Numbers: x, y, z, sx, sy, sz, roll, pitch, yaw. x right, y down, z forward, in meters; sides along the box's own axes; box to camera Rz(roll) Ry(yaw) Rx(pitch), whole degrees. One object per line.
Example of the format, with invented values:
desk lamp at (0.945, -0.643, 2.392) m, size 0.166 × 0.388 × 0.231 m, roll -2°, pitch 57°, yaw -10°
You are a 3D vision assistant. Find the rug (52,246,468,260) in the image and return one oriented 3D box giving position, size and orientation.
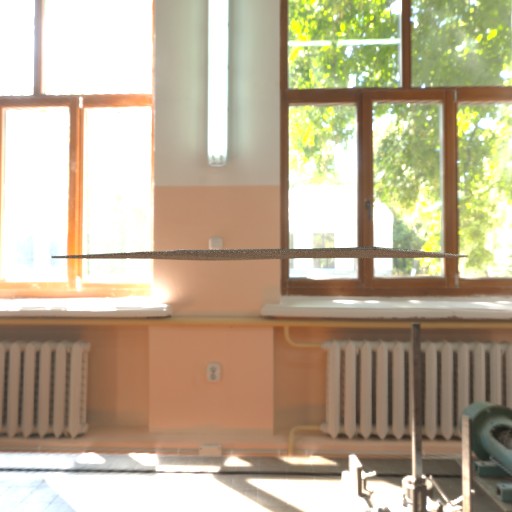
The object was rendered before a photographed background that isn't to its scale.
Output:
rug at (0.000, 0.000, 2.959) m, size 2.305 × 0.029 × 1.593 m, roll -1°, pitch -2°, yaw 37°
